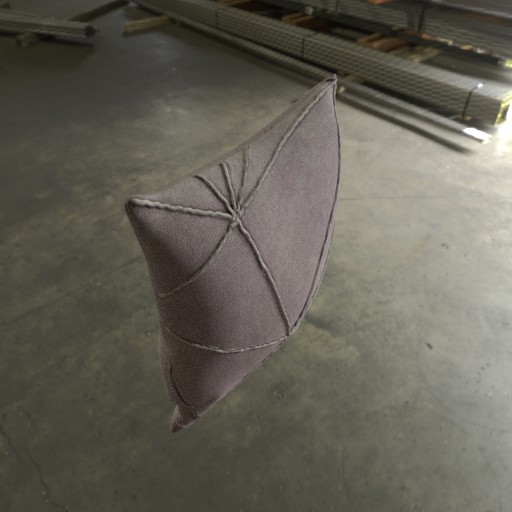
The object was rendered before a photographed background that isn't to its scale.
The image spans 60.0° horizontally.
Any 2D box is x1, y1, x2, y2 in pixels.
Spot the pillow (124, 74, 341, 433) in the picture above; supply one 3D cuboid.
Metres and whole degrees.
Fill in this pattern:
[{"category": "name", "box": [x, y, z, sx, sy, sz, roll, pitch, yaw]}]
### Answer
[{"category": "pillow", "box": [0.000, 0.000, 0.684, 0.185, 0.440, 0.439, 25, 47, 25]}]
